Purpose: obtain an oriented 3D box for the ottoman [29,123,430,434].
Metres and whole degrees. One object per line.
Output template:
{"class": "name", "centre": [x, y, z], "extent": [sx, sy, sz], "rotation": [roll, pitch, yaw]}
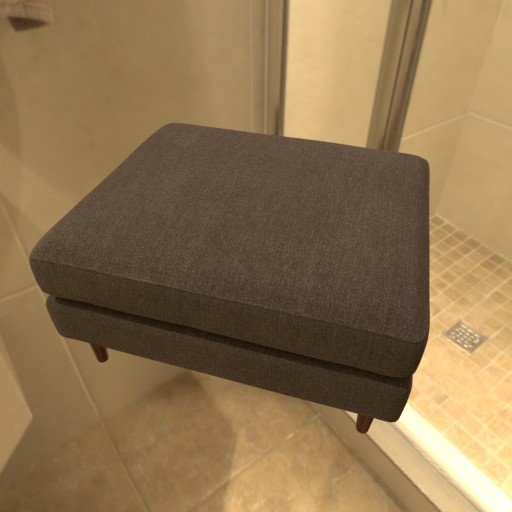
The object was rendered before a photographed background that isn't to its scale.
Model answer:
{"class": "ottoman", "centre": [0.000, 0.000, 1.191], "extent": [0.821, 0.474, 0.693], "rotation": [11, 42, 13]}
